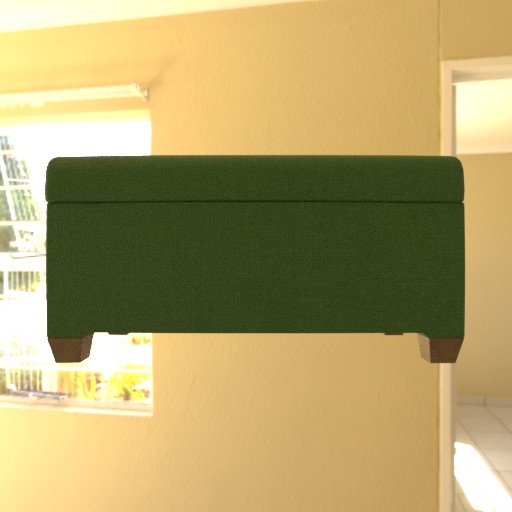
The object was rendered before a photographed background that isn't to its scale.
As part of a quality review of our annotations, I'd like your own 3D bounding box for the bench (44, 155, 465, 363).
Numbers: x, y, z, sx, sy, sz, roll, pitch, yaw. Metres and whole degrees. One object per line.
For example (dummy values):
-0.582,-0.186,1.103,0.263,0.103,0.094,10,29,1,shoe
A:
0.000,0.000,1.253,0.989,0.501,0.505,0,0,0,bench
